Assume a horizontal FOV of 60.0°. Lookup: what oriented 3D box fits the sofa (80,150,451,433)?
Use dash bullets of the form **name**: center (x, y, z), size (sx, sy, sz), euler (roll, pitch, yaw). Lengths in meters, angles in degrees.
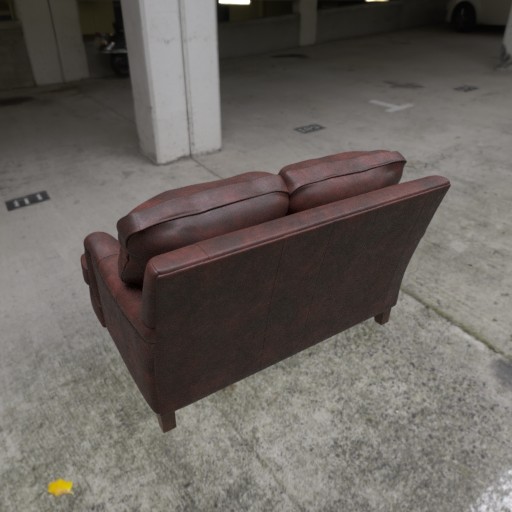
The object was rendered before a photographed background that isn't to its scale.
- **sofa**: center (0.000, 0.000, 2.392), size (1.628, 1.070, 1.148), euler (-18, 35, -28)
